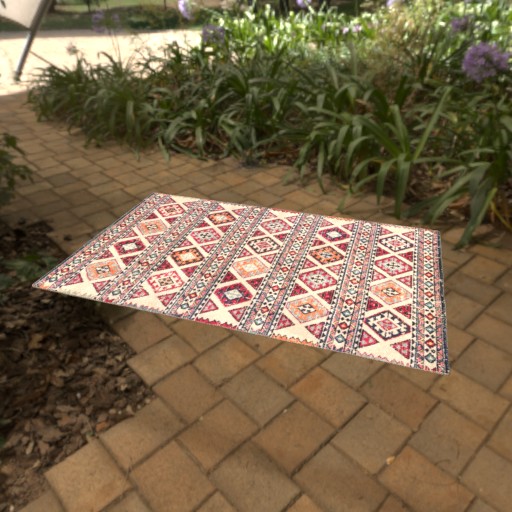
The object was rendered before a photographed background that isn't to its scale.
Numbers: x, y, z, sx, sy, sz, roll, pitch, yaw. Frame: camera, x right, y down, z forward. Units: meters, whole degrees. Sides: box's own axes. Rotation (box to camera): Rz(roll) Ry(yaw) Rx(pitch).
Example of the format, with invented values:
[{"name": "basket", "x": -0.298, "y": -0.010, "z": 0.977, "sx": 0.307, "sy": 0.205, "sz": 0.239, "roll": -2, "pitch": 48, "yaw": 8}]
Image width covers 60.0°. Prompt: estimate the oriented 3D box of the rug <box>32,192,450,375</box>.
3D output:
[{"name": "rug", "x": 0.000, "y": 0.000, "z": 3.049, "sx": 2.440, "sy": 0.010, "sz": 1.545, "roll": 9, "pitch": 32, "yaw": 15}]
